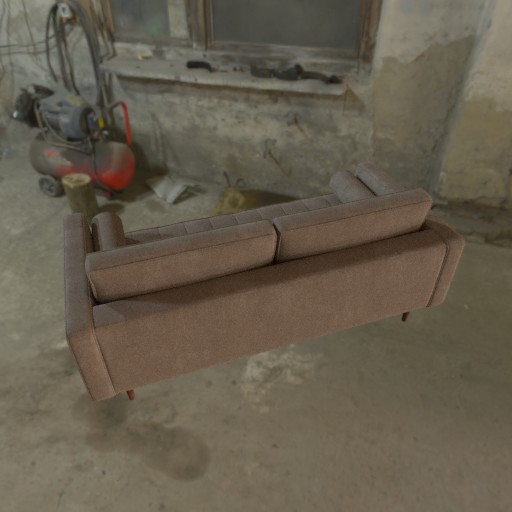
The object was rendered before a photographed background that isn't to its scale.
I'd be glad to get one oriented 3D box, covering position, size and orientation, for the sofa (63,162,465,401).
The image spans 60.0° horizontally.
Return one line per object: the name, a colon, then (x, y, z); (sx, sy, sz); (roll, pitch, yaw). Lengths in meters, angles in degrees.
sofa: (0.000, 0.000, 2.349); (1.883, 0.769, 0.920); (-12, 41, -15)
